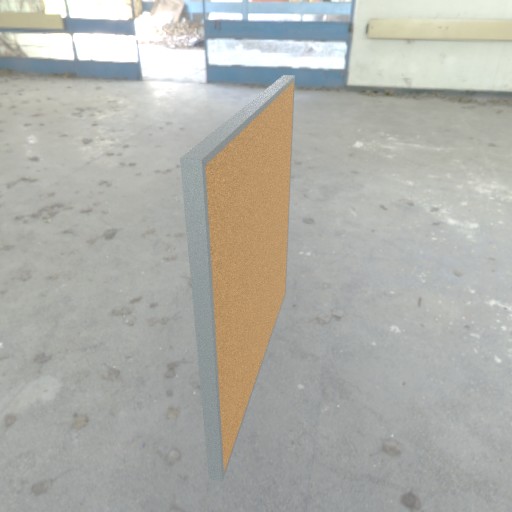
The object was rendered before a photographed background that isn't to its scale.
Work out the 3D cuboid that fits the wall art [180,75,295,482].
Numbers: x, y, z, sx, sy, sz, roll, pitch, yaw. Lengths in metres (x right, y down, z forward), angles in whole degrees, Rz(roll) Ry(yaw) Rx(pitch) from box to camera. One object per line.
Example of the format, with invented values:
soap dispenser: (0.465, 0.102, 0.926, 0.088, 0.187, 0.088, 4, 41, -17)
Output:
wall art: (0.000, 0.000, 1.212, 0.038, 0.807, 0.809, 7, 32, 12)
